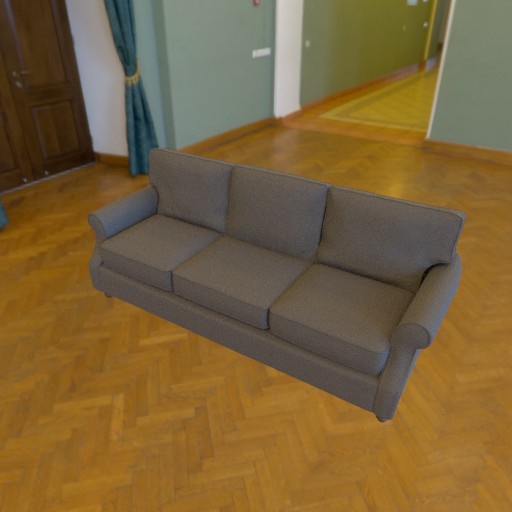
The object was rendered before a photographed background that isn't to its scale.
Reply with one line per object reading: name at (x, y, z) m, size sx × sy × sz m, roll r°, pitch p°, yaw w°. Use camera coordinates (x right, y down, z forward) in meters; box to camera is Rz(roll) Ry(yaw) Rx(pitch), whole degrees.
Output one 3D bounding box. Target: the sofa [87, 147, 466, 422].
sofa at (0.000, 0.000, 2.842) m, size 2.353 × 0.948 × 0.966 m, roll 18°, pitch 35°, yaw 27°
